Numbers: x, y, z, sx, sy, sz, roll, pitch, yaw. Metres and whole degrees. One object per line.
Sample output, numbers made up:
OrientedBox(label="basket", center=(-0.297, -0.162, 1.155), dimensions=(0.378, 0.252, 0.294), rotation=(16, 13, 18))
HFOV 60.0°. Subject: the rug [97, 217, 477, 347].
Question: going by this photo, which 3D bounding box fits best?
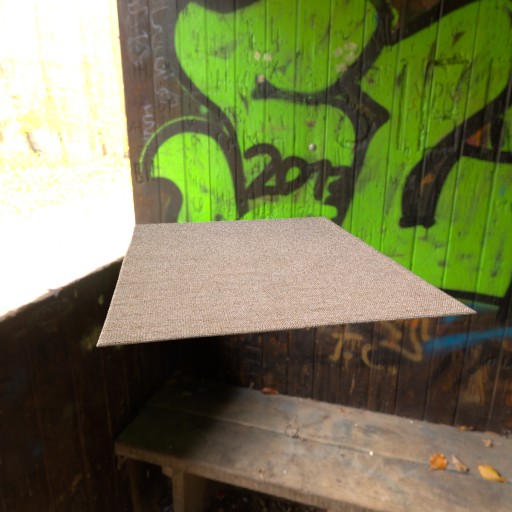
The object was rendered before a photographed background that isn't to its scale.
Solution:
OrientedBox(label="rug", center=(0.000, 0.000, 4.135), dimensions=(2.406, 0.012, 3.034), rotation=(-3, 18, -10))
